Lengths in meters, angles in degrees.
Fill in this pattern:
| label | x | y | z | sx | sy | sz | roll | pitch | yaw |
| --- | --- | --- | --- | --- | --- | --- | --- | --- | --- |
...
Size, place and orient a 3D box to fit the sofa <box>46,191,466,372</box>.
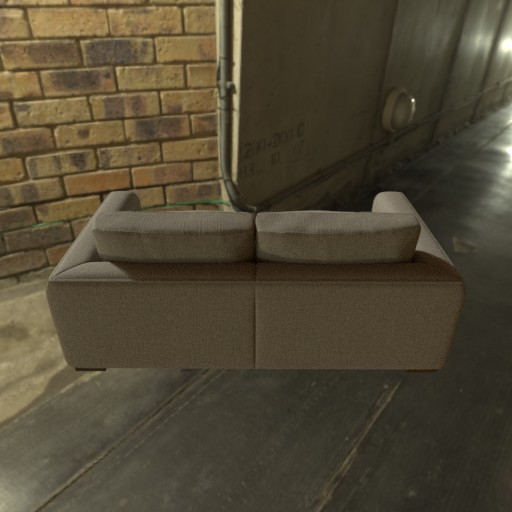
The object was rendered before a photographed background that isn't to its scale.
| label | x | y | z | sx | sy | sz | roll | pitch | yaw |
| --- | --- | --- | --- | --- | --- | --- | --- | --- | --- |
| sofa | 0.000 | 0.000 | 2.494 | 1.920 | 0.800 | 1.069 | 0 | 31 | 0 |
